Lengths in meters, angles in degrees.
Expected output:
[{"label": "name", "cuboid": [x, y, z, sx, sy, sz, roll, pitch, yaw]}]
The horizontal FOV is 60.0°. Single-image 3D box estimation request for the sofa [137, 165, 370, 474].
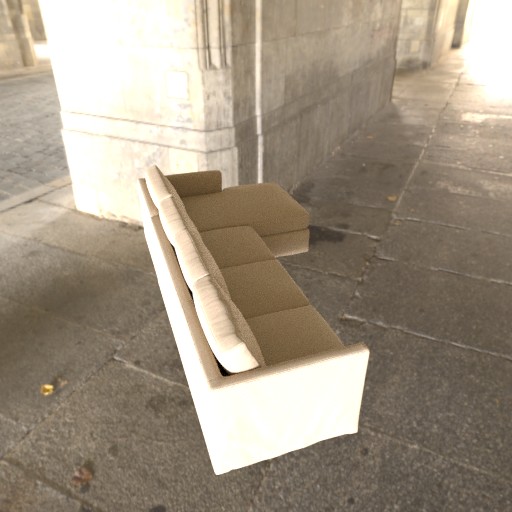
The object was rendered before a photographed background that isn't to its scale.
[{"label": "sofa", "cuboid": [0.000, 0.000, 3.849, 1.622, 0.871, 3.206, -10, 32, -17]}]
